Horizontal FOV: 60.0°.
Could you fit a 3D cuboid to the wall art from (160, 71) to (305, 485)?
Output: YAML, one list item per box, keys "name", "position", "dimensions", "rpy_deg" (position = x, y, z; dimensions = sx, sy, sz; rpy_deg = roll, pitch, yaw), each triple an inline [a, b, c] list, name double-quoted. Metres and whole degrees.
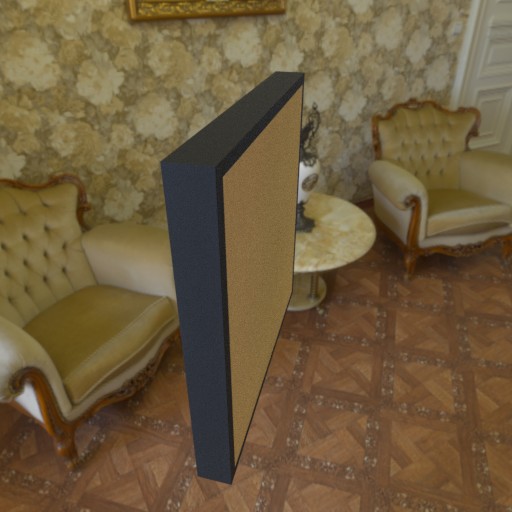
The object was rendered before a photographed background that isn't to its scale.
- name: "wall art"
  position: [0.000, 0.000, 0.453]
  dimensions: [0.033, 0.304, 0.305]
  rpy_deg: [8, 33, 12]
